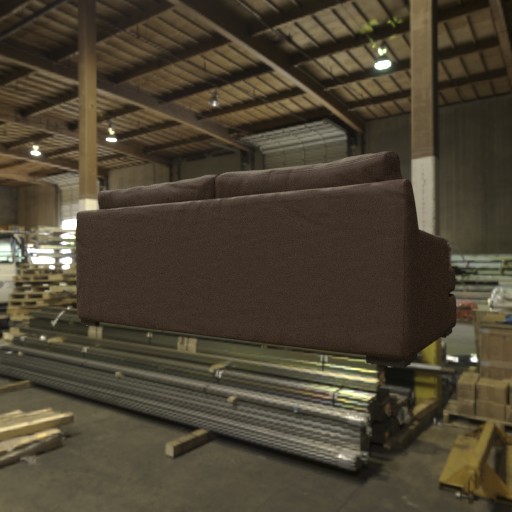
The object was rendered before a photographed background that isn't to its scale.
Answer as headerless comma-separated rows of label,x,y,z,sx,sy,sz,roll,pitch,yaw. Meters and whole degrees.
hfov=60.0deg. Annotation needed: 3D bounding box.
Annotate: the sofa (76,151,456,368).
sofa,0.000,0.000,2.889,2.274,0.950,1.140,0,0,34
